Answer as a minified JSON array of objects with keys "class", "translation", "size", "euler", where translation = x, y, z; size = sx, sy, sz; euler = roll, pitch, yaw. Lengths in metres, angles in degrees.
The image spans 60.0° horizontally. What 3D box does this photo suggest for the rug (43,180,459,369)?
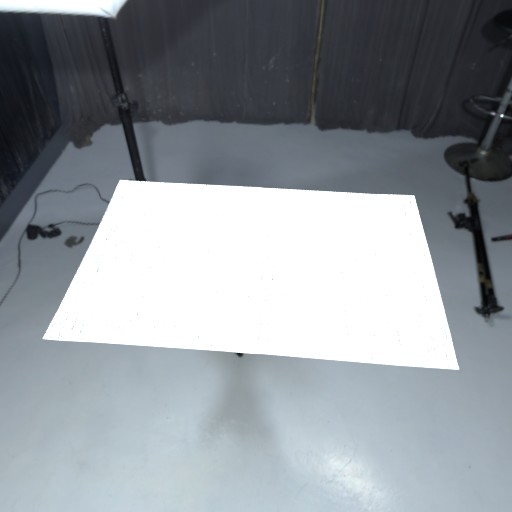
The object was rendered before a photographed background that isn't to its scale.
[{"class":"rug","translation":[0.000,0.000,2.258],"size":[1.773,0.021,1.149],"euler":[4,46,4]}]
